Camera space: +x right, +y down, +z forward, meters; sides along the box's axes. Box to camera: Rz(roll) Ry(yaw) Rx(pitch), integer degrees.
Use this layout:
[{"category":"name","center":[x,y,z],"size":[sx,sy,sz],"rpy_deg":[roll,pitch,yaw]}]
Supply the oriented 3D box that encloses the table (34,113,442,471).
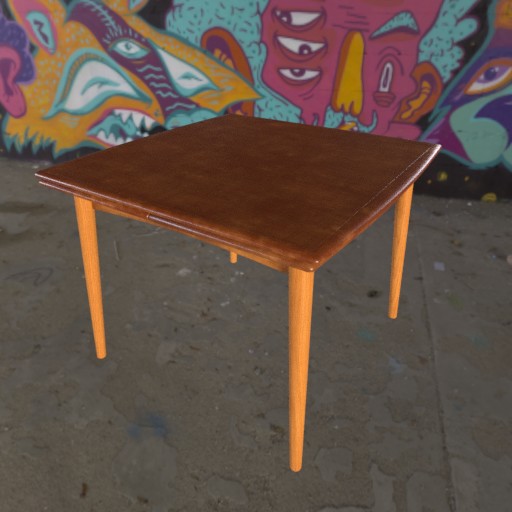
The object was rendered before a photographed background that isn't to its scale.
[{"category":"table","center":[0.000,0.000,1.640],"size":[0.991,0.754,0.991],"rpy_deg":[18,34,29]}]
